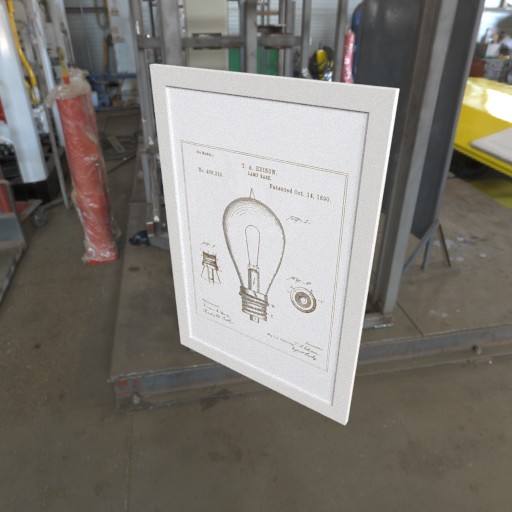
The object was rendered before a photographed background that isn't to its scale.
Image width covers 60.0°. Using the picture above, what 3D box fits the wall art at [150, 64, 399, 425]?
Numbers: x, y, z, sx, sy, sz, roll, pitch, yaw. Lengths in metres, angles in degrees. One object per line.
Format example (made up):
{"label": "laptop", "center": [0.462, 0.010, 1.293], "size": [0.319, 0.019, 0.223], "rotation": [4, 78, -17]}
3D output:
{"label": "wall art", "center": [0.000, 0.000, 0.620], "size": [0.325, 0.474, 0.010], "rotation": [19, 35, 29]}
